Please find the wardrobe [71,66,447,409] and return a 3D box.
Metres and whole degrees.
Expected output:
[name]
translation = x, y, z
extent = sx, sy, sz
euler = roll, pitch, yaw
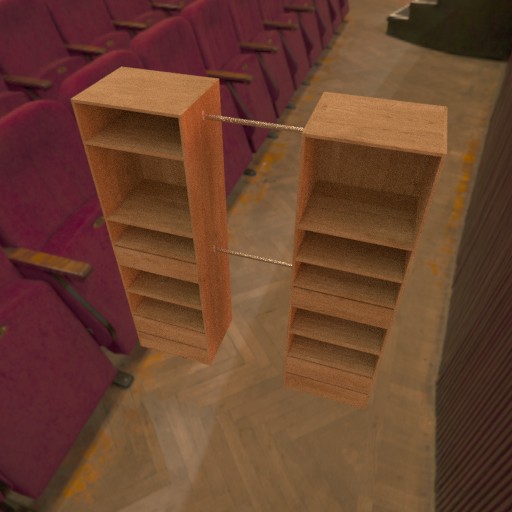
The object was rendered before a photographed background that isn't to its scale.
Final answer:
[wardrobe]
translation = 0.000, 0.000, 2.822
extent = 1.770, 2.000, 0.480
euler = 12, 43, 13
